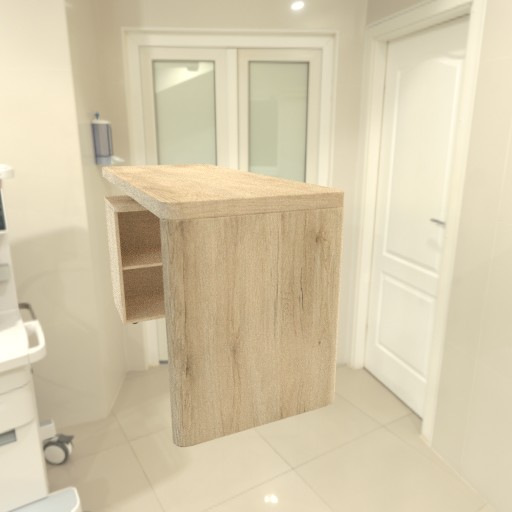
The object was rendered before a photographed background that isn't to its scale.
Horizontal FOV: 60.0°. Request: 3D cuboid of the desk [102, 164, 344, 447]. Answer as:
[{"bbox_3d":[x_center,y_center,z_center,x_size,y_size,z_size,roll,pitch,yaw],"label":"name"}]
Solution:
[{"bbox_3d":[0.000,0.000,2.090,1.175,0.770,1.400,-7,17,-24],"label":"desk"}]
